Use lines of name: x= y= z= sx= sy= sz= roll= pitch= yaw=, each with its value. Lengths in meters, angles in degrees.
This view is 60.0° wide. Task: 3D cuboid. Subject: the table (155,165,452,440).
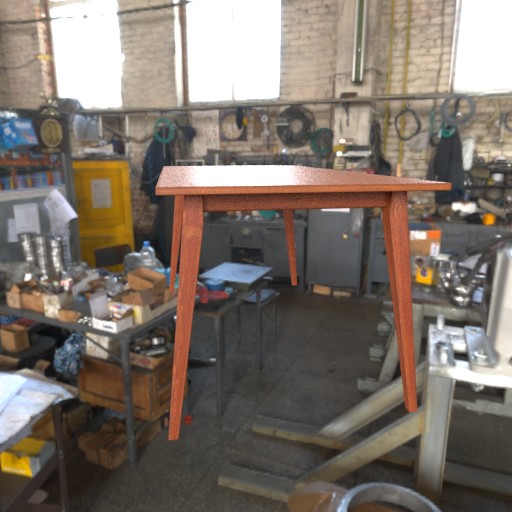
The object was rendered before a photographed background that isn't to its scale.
table: x=0.000 y=0.000 z=2.018 sx=0.811 sy=0.755 sz=1.609 roll=-2 pitch=14 yaw=-10
